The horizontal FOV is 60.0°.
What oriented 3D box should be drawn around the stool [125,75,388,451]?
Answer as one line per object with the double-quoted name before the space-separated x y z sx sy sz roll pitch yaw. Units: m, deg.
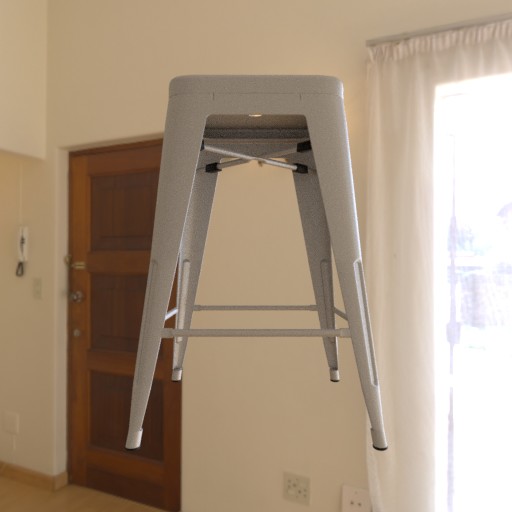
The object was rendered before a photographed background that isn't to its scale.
"stool" 0.000 0.000 0.889 0.410 0.608 0.410 0 -1 0
